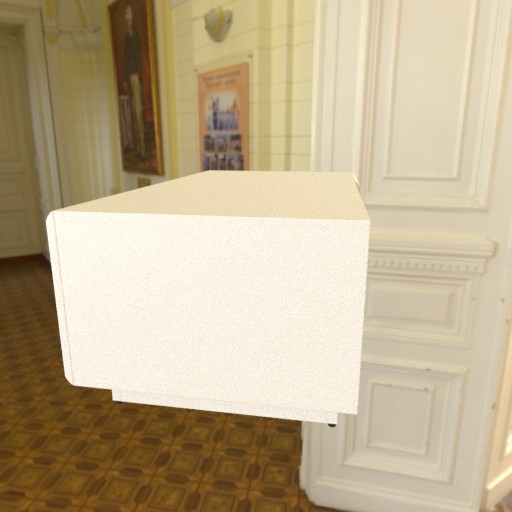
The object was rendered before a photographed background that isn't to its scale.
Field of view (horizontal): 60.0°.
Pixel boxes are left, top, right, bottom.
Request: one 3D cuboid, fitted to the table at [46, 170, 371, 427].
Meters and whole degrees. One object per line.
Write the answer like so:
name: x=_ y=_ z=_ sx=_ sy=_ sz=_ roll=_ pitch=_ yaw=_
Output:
table: x=0.000 y=0.000 z=1.382 sx=0.639 sy=0.442 sz=1.097 roll=3 pitch=15 yaw=10
